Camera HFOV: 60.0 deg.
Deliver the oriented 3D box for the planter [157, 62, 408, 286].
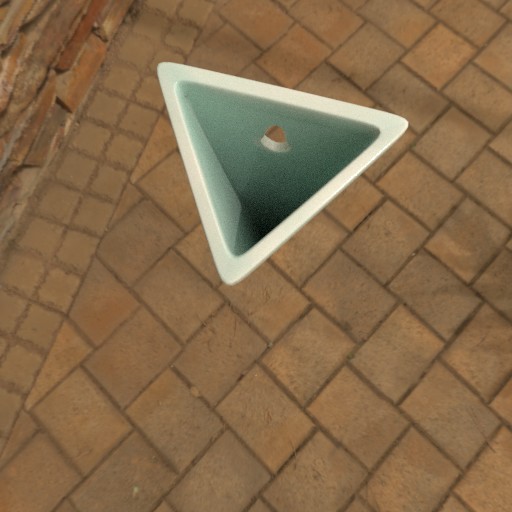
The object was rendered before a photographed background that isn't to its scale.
[{"bbox_3d":[0.000,0.000,0.214,0.080,0.178,0.064,15,75,4],"label":"planter"}]
